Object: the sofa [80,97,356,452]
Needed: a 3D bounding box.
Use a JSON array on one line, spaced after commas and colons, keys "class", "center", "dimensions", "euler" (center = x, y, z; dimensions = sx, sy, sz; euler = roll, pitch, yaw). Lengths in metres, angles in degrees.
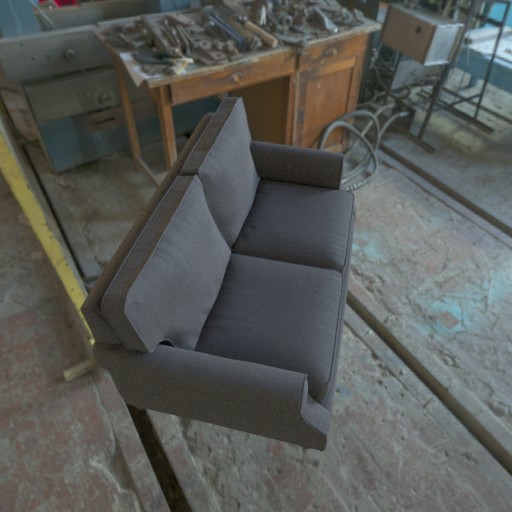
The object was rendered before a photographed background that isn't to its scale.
[{"class": "sofa", "center": [0.000, 0.000, 2.230], "dimensions": [0.964, 0.937, 1.665], "euler": [10, 46, 9]}]
